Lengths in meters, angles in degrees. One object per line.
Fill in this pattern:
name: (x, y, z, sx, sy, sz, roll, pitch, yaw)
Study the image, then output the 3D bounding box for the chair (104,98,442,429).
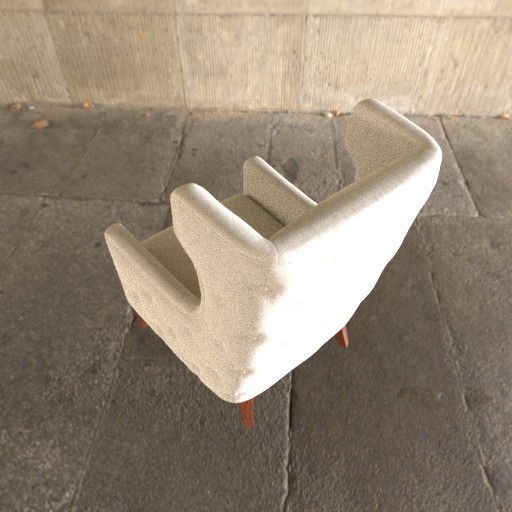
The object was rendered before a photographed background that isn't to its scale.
chair: (0.000, 0.000, 1.602, 0.778, 1.079, 0.899, -32, 53, -27)
